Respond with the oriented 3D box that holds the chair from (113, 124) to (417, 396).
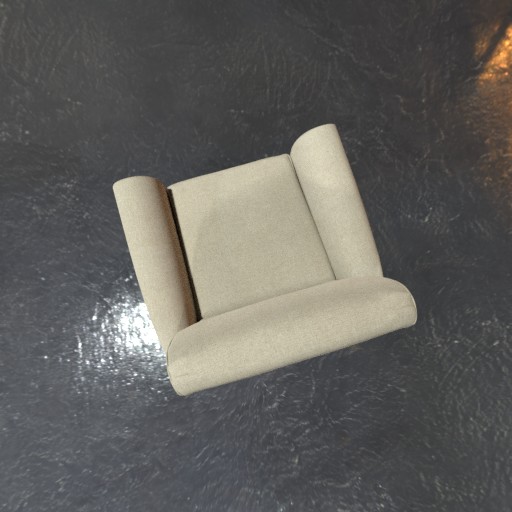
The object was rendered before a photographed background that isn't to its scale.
[{"bbox_3d":[0.000,0.000,1.824,0.978,1.061,0.905,-16,76,-4],"label":"chair"}]
